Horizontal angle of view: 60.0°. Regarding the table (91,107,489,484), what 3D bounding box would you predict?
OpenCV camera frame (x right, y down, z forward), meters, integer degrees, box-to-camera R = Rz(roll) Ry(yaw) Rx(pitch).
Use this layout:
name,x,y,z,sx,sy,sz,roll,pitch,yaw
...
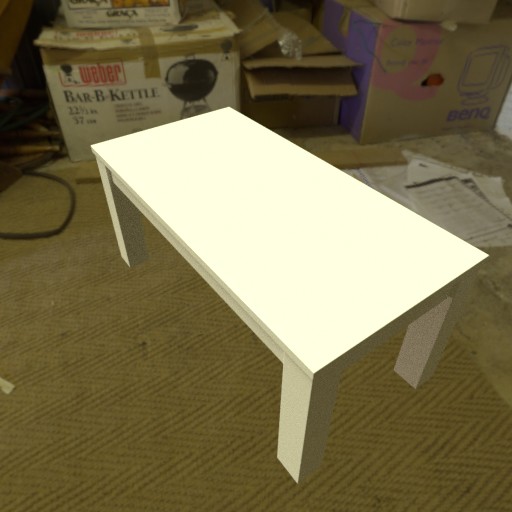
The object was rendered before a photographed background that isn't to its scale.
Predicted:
name,x,y,z,sx,sy,sz,roll,pitch,yaw
table,0.000,0.000,2.304,0.900,0.790,1.800,-25,47,-27
